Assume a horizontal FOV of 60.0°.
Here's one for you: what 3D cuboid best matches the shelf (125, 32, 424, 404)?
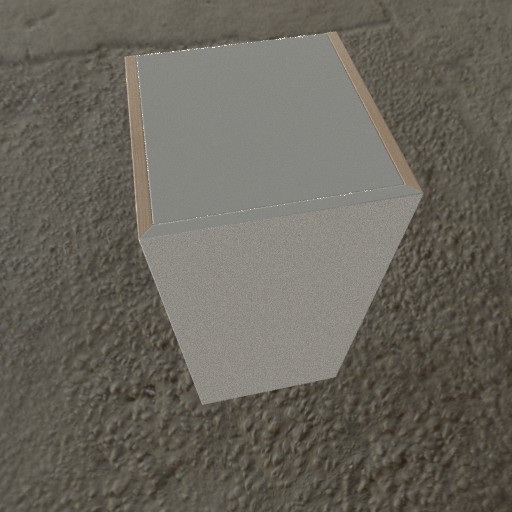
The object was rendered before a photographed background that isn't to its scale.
[{"bbox_3d":[0.000,0.000,0.762,0.290,0.594,0.297,-10,58,-6],"label":"shelf"}]
